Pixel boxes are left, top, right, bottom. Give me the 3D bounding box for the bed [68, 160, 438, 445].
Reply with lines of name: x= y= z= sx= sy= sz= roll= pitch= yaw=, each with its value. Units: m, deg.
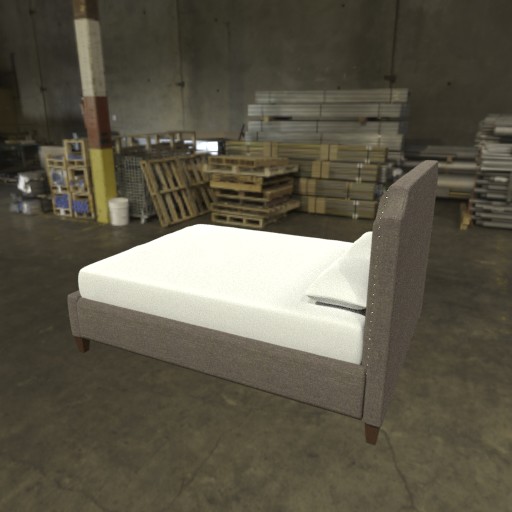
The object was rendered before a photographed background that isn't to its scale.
bed: x=0.000 y=0.000 z=3.478 sx=2.381 sy=1.457 sz=1.713 roll=9 pitch=20 yaw=25
